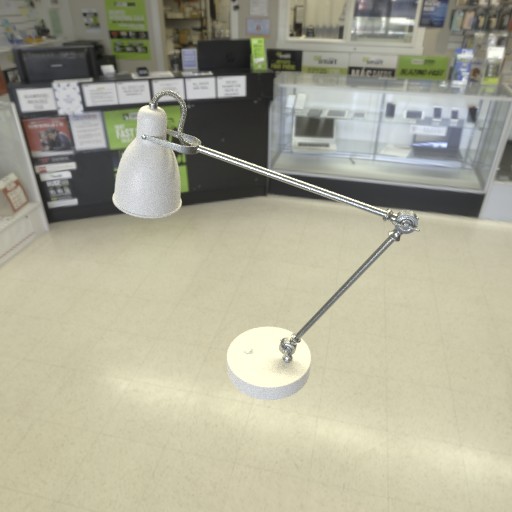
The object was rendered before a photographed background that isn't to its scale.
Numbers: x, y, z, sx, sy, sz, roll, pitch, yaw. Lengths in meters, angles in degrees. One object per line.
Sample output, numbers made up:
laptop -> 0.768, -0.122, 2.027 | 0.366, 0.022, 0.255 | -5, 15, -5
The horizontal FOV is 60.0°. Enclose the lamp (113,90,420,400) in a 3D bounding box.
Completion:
lamp -> 0.000, 0.000, 0.853 | 0.561, 0.587, 0.187 | 9, 33, 13
